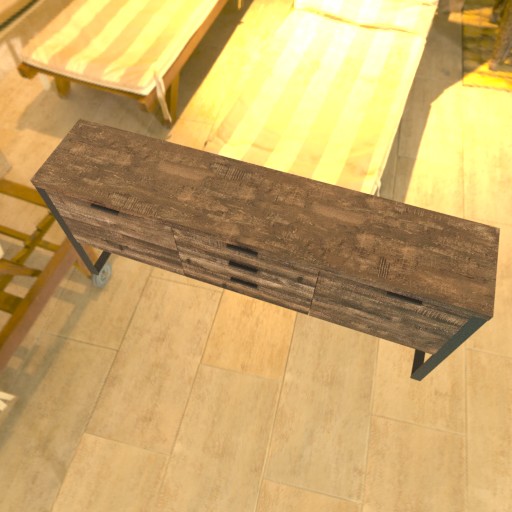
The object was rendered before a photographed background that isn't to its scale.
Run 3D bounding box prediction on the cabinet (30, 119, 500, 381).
[{"bbox_3d":[0.000,0.000,2.044,1.800,0.762,0.395,17,60,10],"label":"cabinet"}]
